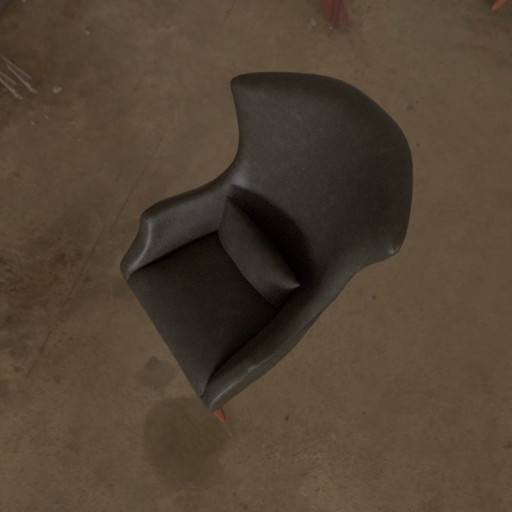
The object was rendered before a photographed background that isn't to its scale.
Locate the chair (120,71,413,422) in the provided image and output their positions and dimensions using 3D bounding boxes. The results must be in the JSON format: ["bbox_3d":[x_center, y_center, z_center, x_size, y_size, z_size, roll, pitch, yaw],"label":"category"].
[{"bbox_3d":[0.000,0.000,1.757,0.954,1.068,0.819,-33,68,-15],"label":"chair"}]
